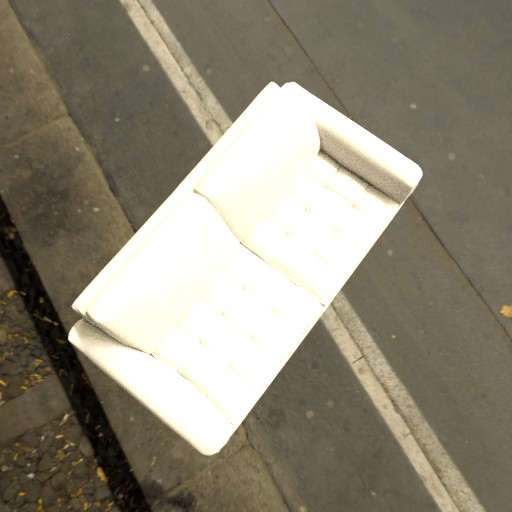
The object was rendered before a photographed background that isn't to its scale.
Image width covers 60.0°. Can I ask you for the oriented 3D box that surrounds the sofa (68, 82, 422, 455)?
[{"bbox_3d":[0.000,0.000,2.782,1.121,0.930,2.177,37,78,9],"label":"sofa"}]
